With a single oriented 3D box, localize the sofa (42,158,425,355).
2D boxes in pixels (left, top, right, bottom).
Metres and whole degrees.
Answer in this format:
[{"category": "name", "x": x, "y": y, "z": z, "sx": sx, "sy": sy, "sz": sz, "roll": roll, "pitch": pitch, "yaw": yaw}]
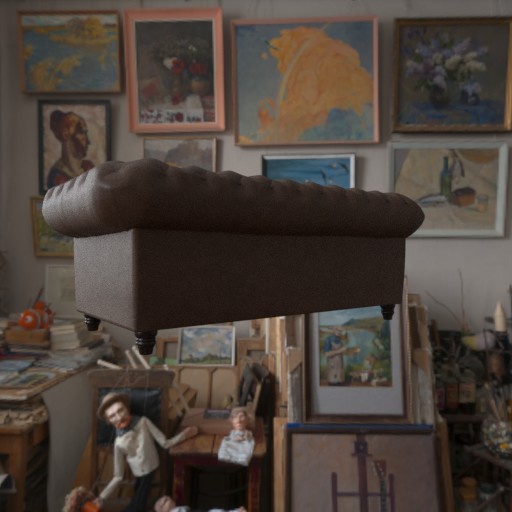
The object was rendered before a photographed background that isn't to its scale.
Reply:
[{"category": "sofa", "x": 0.000, "y": 0.000, "z": 2.496, "sx": 2.048, "sy": 0.784, "sz": 0.955, "roll": 0, "pitch": 0, "yaw": -37}]
